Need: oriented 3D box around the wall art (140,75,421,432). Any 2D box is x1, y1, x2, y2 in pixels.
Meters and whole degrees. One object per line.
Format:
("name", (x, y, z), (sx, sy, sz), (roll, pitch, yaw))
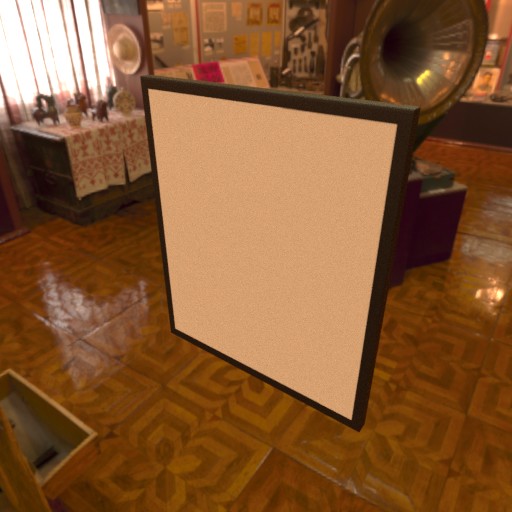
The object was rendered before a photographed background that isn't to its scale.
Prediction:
("wall art", (0.000, 0.000, 0.712), (0.430, 0.509, 0.021), (20, 35, 31))
